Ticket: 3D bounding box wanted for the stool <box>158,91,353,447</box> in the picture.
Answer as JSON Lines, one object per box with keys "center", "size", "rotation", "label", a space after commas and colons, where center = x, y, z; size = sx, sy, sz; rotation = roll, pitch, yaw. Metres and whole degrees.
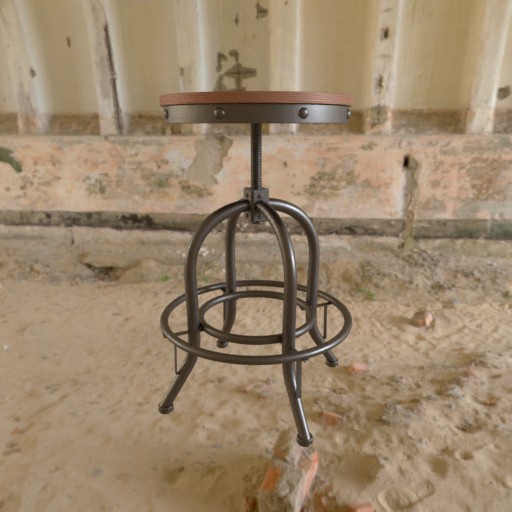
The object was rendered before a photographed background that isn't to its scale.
{"center": [0.000, 0.000, 0.903], "size": [0.439, 0.609, 0.439], "rotation": [-8, 18, -25], "label": "stool"}
